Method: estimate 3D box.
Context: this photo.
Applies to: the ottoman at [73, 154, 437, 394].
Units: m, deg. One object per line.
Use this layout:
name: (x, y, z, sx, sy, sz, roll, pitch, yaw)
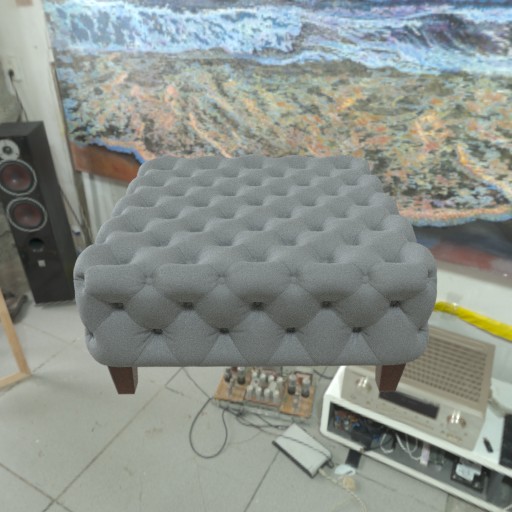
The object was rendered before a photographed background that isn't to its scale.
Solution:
ottoman: (0.000, 0.000, 1.489, 0.911, 0.439, 0.917, 0, 30, -1)
